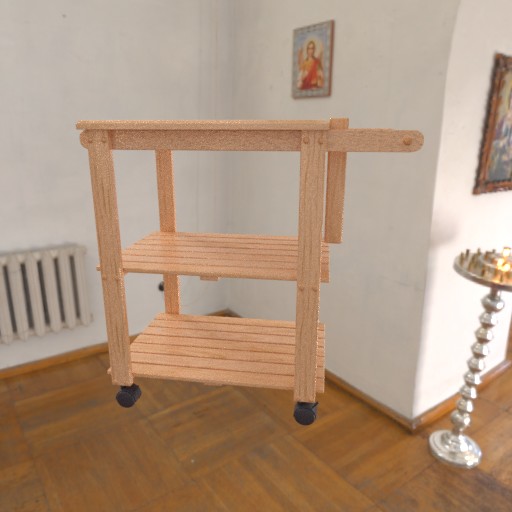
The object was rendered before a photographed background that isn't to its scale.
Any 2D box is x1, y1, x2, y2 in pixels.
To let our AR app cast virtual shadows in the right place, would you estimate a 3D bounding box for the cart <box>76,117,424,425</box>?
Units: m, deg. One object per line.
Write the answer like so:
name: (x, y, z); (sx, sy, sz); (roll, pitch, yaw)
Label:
cart: (0.000, 0.000, 1.380); (0.843, 0.816, 0.520); (3, 17, 8)
